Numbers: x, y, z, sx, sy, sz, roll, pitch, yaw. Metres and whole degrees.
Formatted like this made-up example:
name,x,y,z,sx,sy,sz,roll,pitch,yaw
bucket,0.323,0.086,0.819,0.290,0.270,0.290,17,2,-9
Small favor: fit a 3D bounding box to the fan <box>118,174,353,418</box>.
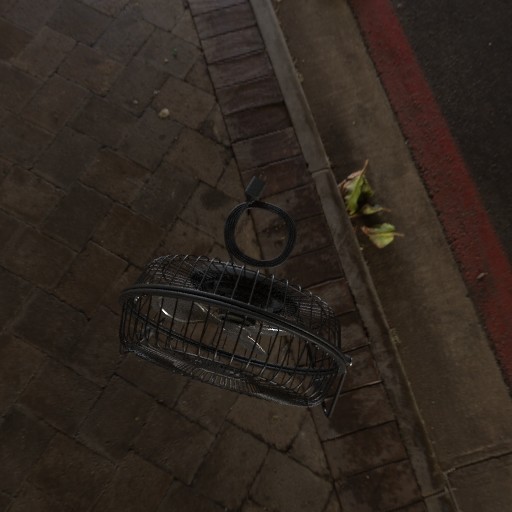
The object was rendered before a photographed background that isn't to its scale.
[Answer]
name,x,y,z,sx,sy,sz,roll,pitch,yaw
fan,0.000,0.000,0.374,0.209,0.188,0.227,16,75,4
